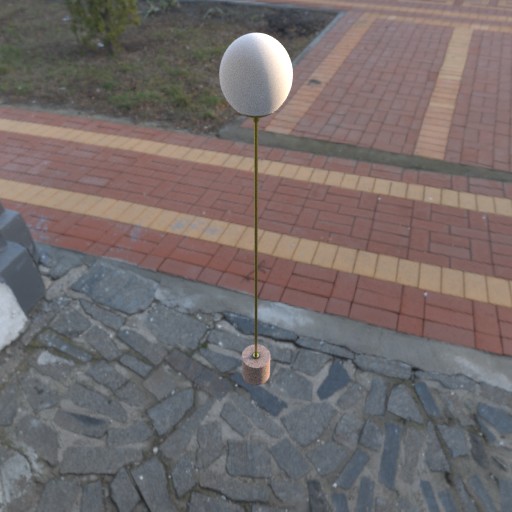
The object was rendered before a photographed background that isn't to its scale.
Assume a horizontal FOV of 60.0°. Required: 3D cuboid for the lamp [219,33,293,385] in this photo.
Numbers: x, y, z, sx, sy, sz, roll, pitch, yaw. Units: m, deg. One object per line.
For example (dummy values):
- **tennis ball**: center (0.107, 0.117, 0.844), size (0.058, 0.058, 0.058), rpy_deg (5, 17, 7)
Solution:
- **lamp**: center (0.000, 0.000, 1.887), size (0.229, 1.748, 0.229), rpy_deg (26, 48, 26)
